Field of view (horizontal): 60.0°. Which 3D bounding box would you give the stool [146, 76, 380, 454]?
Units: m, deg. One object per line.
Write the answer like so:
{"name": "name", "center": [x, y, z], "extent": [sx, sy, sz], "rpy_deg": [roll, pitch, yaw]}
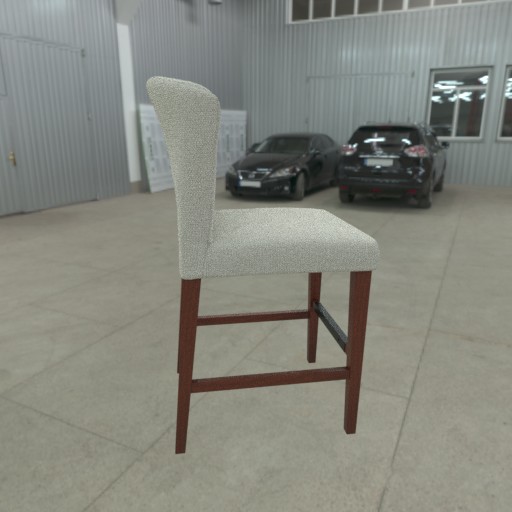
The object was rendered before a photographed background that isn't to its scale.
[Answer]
{"name": "stool", "center": [0.000, 0.000, 1.310], "extent": [0.568, 0.969, 0.481], "rpy_deg": [-3, 16, -9]}
